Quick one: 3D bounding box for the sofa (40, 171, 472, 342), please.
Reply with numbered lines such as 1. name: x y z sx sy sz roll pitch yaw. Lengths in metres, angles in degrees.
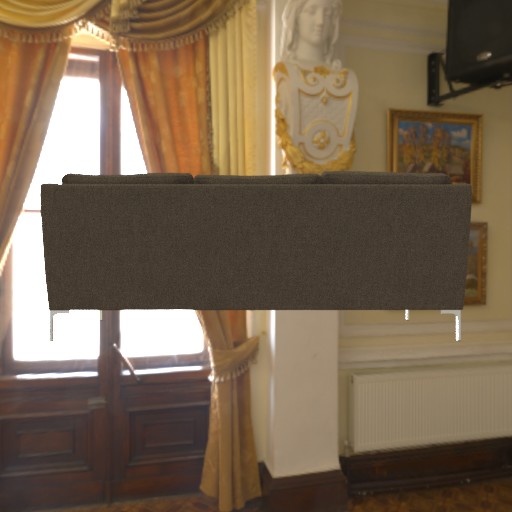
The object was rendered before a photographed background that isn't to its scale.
1. sofa: 0.000 0.000 2.493 2.060 0.837 0.849 0 0 -1
